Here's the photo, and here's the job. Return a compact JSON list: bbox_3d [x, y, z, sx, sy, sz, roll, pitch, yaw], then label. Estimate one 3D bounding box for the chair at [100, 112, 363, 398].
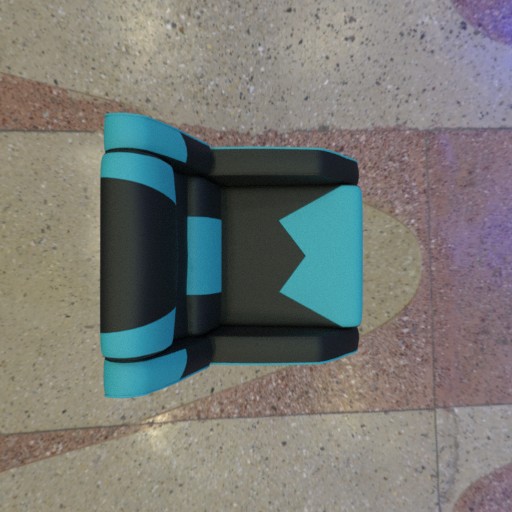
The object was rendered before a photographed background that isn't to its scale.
[{"bbox_3d":[0.000,0.000,1.306,0.672,0.805,0.620,0,90,-1],"label":"chair"}]
